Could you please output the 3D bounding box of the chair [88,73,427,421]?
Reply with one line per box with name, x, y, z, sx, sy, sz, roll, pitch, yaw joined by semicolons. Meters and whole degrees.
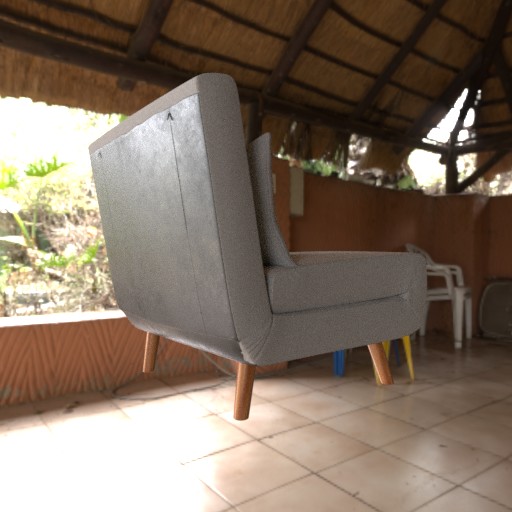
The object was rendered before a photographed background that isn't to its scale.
chair;0.000;0.000;1.486;0.902;0.808;0.770;0;0;-37
